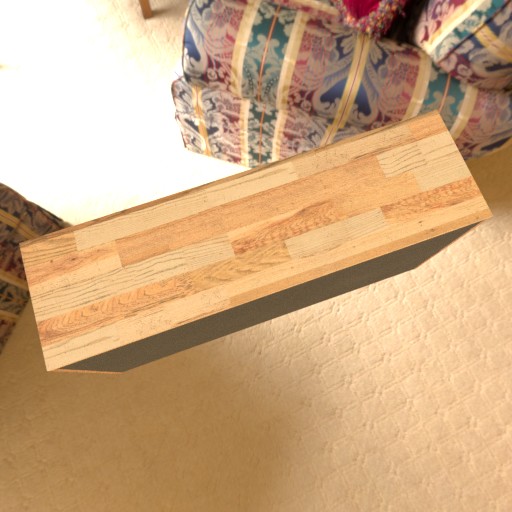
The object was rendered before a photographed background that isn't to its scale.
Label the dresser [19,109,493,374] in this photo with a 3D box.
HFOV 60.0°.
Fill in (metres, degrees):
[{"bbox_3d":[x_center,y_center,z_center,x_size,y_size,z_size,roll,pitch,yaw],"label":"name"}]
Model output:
[{"bbox_3d":[0.000,0.000,1.908,1.547,0.834,0.487,-19,75,-5],"label":"dresser"}]
